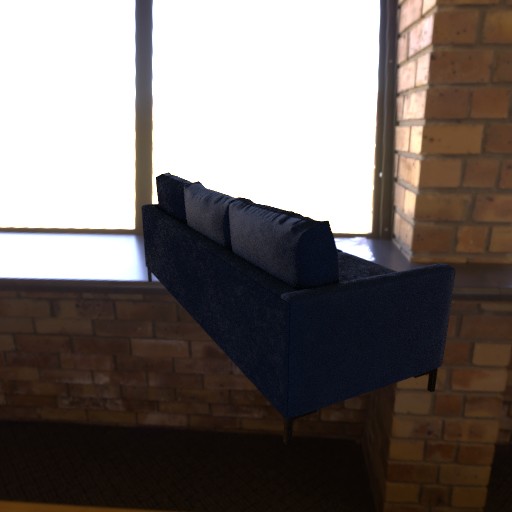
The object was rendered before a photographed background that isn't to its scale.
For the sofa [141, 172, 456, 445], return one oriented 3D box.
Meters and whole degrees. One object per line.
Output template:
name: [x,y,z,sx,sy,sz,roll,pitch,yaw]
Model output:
sofa: [0.000,0.000,2.738,0.875,0.879,2.252,-8,18,-26]
